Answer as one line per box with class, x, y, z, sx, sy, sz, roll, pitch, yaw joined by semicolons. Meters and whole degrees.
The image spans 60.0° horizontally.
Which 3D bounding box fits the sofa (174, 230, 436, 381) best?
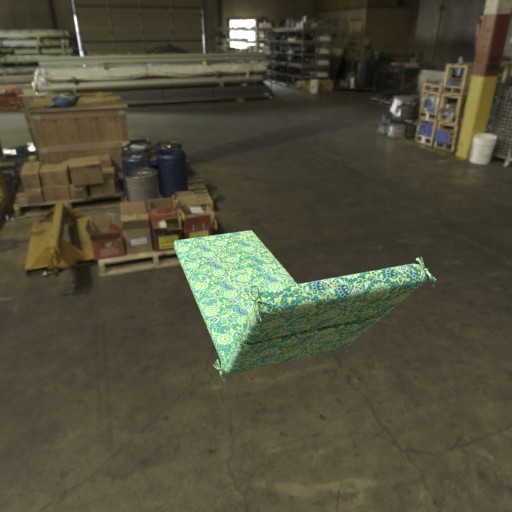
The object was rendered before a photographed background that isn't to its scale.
sofa;0.000;0.000;2.016;0.582;0.622;1.663;-9;28;-17
